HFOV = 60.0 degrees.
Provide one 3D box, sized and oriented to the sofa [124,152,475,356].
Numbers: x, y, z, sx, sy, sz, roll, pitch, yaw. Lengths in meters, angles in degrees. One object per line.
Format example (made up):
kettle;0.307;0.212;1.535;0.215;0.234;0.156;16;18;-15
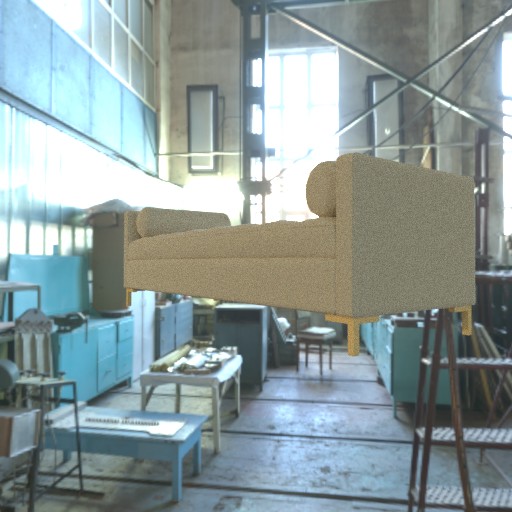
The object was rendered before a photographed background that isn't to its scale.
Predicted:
sofa;0.000;0.000;2.340;0.746;0.641;1.985;1;-1;-36
